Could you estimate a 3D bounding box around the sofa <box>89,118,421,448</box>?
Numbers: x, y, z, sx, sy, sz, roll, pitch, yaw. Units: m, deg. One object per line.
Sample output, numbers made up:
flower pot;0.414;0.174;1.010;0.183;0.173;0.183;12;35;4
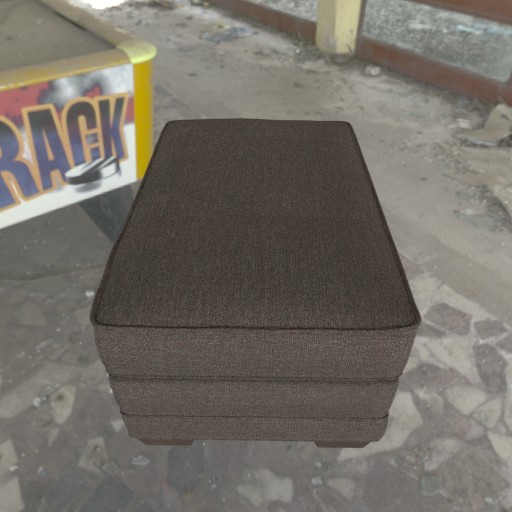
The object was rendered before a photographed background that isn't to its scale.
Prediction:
sofa;0.000;0.000;1.186;0.578;0.457;0.854;1;40;1
